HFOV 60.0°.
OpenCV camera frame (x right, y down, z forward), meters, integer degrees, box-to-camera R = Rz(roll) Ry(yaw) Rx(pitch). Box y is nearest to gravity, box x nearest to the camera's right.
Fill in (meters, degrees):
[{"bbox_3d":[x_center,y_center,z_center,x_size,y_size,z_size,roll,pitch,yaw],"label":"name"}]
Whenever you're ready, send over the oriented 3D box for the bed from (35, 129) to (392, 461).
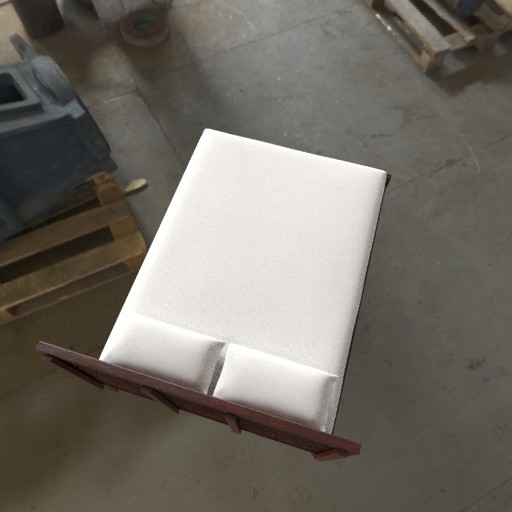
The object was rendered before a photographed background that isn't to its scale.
[{"bbox_3d":[0.000,0.000,3.855,2.040,1.492,2.803,15,65,7],"label":"bed"}]
